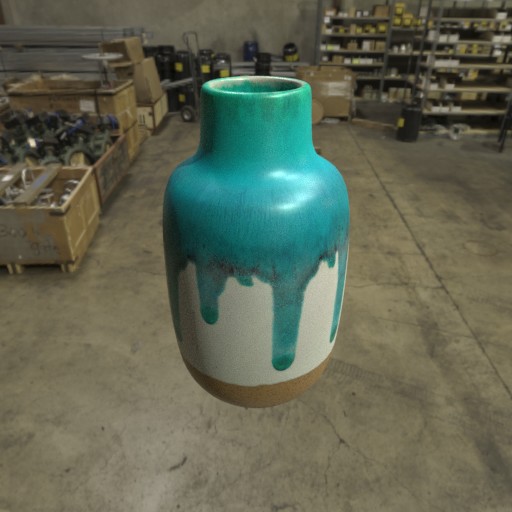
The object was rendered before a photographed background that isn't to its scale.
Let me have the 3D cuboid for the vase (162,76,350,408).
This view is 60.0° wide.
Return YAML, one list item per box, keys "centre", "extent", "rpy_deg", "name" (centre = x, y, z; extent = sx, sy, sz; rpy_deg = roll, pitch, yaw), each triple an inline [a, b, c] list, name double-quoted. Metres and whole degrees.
- centre: [0.000, 0.000, 0.261]
  extent: [0.106, 0.192, 0.106]
  rpy_deg: [0, 30, 0]
  name: "vase"
